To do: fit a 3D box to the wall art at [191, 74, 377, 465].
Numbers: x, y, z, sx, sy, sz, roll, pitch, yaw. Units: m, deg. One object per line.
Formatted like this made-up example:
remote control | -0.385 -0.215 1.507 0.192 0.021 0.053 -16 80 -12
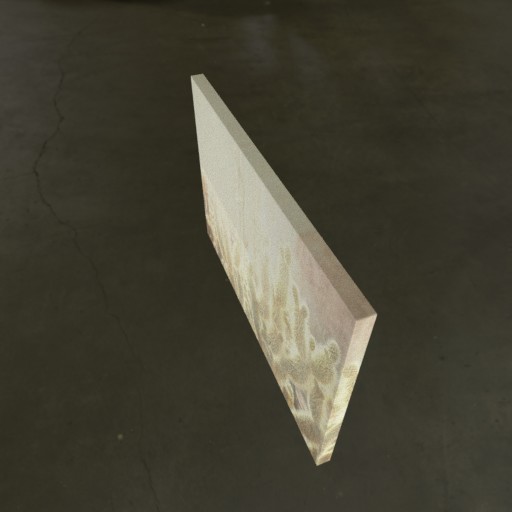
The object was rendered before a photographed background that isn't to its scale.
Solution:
wall art | 0.000 0.000 1.186 0.040 0.608 0.916 -16 48 -15
